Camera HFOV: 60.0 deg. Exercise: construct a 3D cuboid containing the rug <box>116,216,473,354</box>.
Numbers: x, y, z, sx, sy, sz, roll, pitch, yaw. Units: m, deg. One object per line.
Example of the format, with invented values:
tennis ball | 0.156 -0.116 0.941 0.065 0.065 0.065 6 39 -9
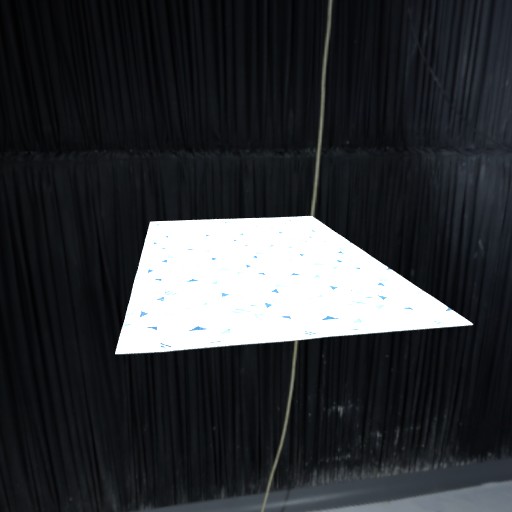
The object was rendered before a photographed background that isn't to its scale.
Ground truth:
rug | 0.000 0.000 2.967 1.512 0.009 2.457 -3 17 -9
